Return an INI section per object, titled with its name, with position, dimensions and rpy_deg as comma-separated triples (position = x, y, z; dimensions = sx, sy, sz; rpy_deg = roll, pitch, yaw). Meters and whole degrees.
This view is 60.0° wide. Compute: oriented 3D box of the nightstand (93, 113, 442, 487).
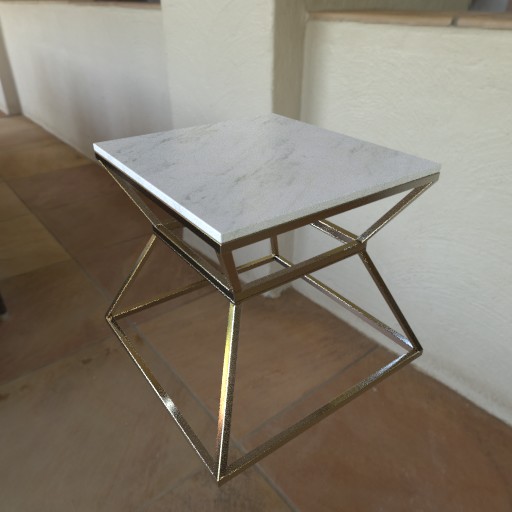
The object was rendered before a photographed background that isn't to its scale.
[nightstand]
position = 0.000, 0.000, 0.898
dimensions = 0.514, 0.426, 0.513
rpy_deg = -20, 36, -30
